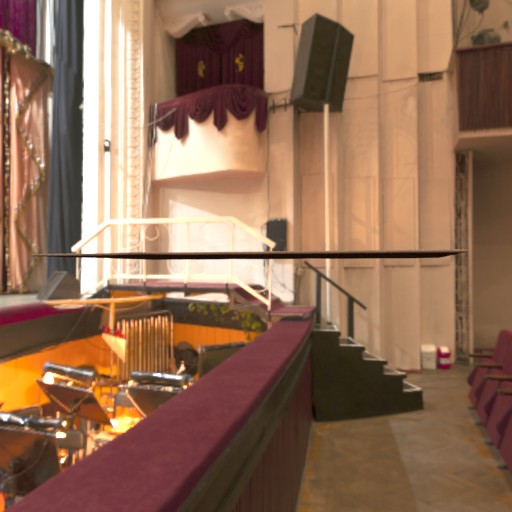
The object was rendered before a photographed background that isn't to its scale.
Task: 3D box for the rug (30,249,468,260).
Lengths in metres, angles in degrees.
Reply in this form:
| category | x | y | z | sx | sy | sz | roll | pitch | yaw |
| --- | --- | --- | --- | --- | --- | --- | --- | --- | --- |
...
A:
| category | x | y | z | sx | sy | sz | roll | pitch | yaw |
| --- | --- | --- | --- | --- | --- | --- | --- | --- | --- |
| rug | 0.000 | 0.000 | 1.074 | 0.867 | 0.007 | 0.515 | 0 | -1 | 18 |
